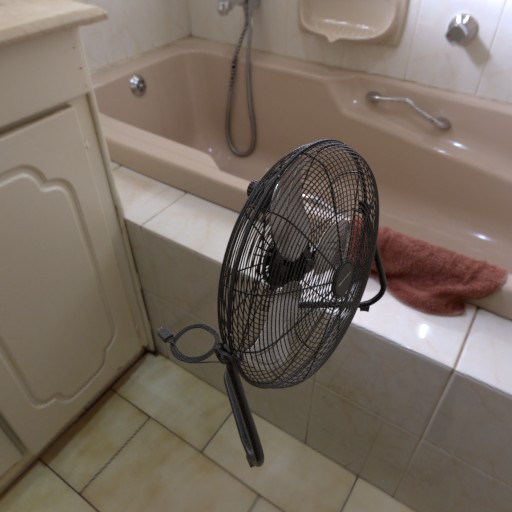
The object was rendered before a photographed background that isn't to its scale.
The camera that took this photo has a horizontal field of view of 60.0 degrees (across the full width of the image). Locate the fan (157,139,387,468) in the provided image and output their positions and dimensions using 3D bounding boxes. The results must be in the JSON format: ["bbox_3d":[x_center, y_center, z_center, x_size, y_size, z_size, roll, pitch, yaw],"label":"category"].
[{"bbox_3d":[0.000,0.000,0.929,0.424,0.546,0.555,26,47,27],"label":"fan"}]
